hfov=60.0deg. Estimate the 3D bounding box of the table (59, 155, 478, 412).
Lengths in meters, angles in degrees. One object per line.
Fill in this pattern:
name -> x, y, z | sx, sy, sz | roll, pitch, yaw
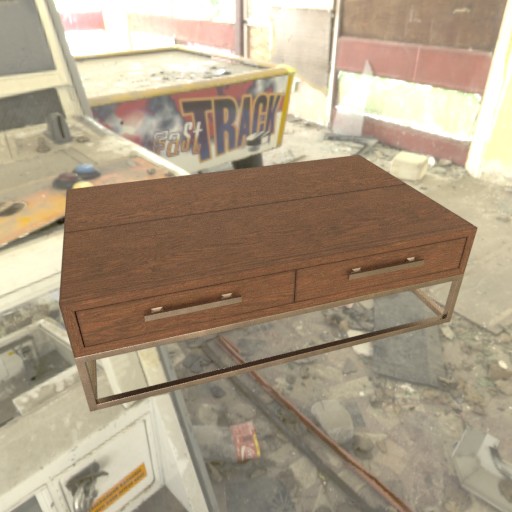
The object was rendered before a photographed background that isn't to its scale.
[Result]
table -> 0.000, 0.000, 1.525 | 1.167, 0.361, 0.719 | -10, 33, -16
